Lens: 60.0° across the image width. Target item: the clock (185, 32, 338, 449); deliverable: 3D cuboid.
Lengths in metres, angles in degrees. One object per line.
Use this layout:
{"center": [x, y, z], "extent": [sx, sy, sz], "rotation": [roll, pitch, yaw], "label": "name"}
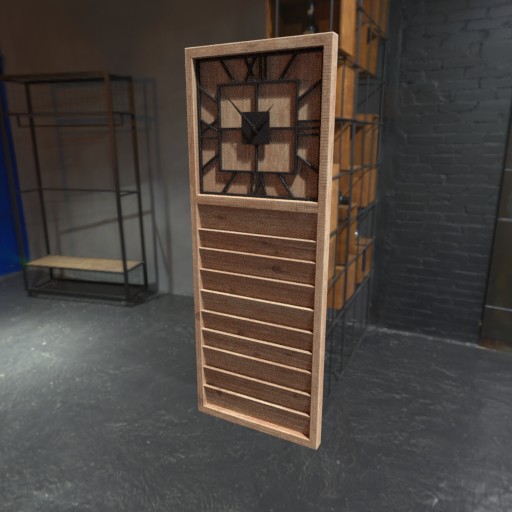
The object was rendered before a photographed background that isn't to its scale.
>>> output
{"center": [0.000, 0.000, 1.090], "extent": [0.361, 0.965, 0.030], "rotation": [8, 17, 26], "label": "clock"}
